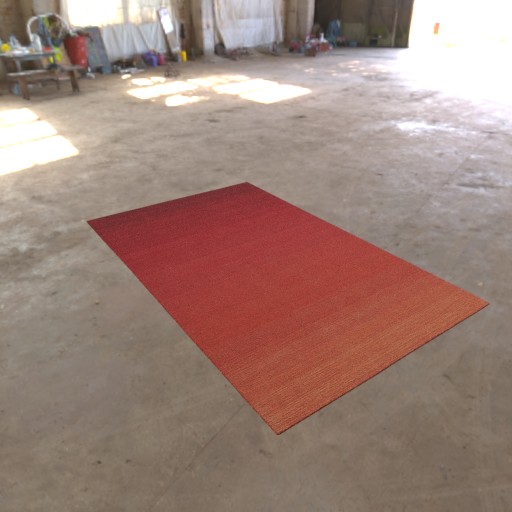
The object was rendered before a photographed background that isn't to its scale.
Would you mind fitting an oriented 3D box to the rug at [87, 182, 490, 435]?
[{"bbox_3d":[0.000,0.000,2.994,1.531,0.010,2.442,-19,35,-30],"label":"rug"}]
